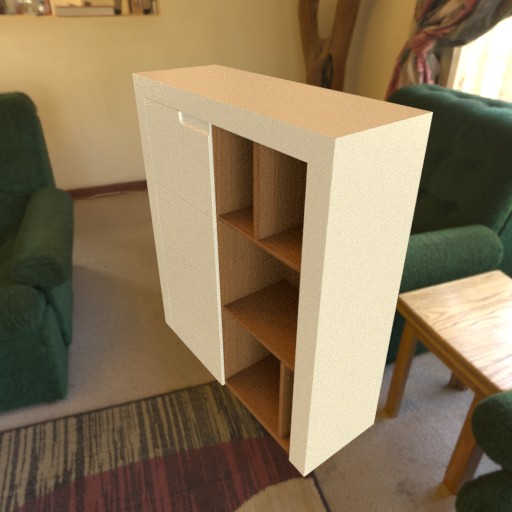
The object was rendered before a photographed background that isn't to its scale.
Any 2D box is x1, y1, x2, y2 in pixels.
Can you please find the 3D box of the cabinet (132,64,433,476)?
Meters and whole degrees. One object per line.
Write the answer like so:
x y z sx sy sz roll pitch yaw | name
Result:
0.000 0.000 1.607 0.348 1.150 0.990 -21 37 -31 | cabinet
